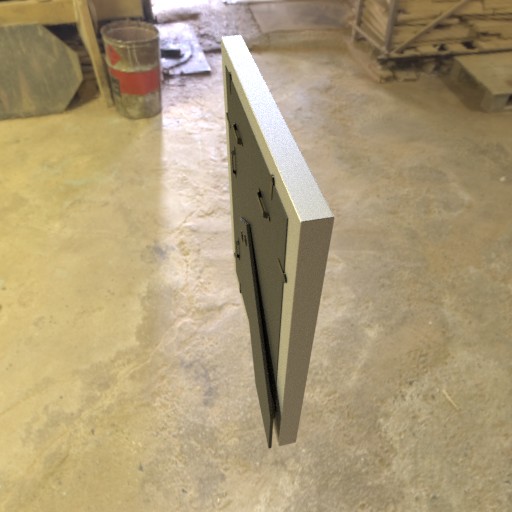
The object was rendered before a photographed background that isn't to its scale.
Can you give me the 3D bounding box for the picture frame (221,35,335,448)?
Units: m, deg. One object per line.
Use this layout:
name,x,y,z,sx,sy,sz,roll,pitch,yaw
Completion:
picture frame,0.000,0.000,0.526,0.036,0.386,0.307,-9,48,-9
